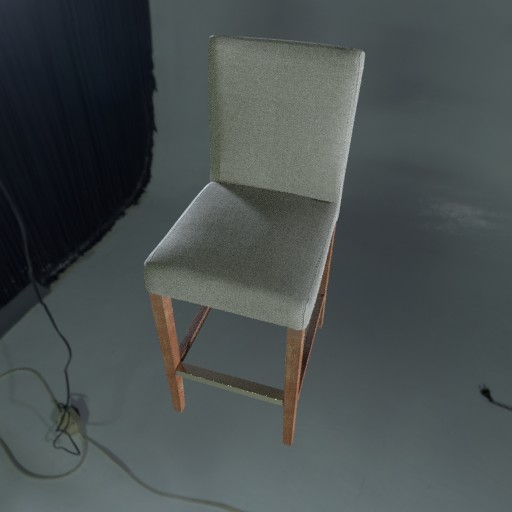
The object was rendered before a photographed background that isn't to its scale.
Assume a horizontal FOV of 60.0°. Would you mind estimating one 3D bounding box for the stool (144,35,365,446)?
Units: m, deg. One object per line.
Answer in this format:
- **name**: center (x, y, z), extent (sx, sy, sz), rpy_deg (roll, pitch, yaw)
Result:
- **stool**: center (0.000, 0.000, 1.341), extent (0.439, 1.088, 0.570), rpy_deg (12, 42, 13)
